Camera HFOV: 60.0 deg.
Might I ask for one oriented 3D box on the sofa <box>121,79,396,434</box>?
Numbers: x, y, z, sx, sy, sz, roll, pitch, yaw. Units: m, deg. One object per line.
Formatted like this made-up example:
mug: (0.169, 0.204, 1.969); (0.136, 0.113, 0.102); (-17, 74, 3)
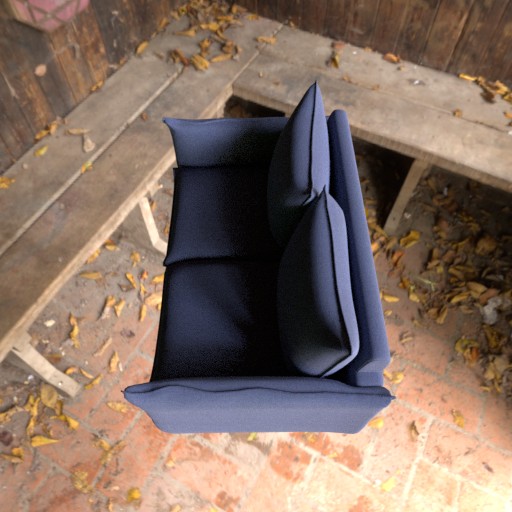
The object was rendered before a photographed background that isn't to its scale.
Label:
sofa: (0.000, 0.000, 1.810); (0.820, 0.840, 1.300); (0, 57, 0)
